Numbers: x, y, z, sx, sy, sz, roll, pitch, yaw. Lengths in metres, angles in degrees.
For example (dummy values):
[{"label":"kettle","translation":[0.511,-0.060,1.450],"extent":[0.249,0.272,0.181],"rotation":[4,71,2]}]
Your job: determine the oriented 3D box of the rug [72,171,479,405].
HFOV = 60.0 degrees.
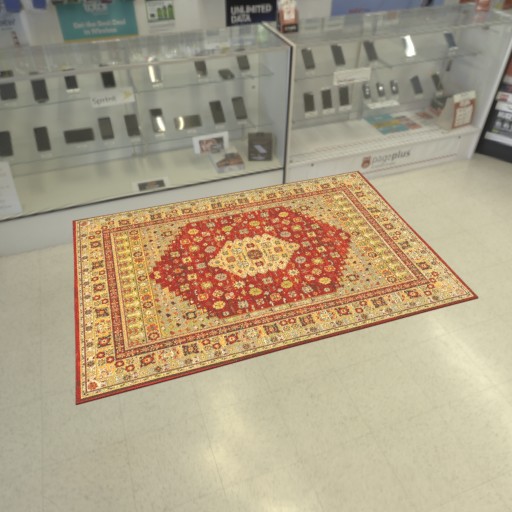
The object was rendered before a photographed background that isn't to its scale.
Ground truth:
[{"label":"rug","translation":[0.000,0.000,2.290],"extent":[1.802,0.013,1.194],"rotation":[-12,43,-13]}]
